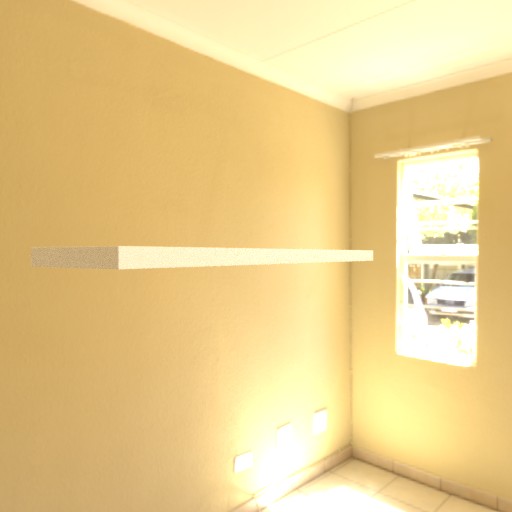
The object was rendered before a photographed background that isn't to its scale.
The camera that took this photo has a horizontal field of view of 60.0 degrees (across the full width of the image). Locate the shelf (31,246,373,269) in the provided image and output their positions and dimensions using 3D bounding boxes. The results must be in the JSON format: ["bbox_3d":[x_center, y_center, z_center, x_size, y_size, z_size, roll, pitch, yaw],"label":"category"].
[{"bbox_3d":[0.000,0.000,0.666,0.140,0.020,0.610,0,0,35],"label":"shelf"}]
